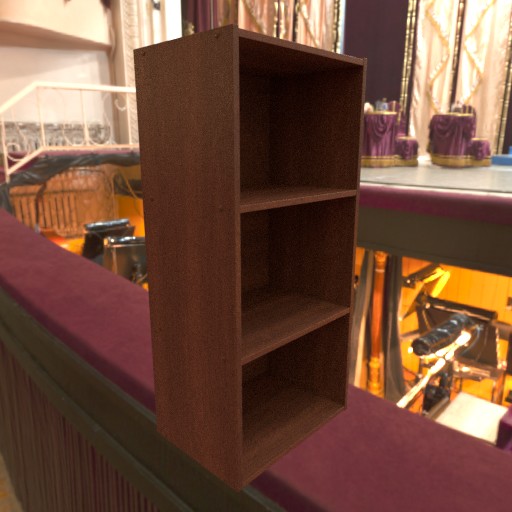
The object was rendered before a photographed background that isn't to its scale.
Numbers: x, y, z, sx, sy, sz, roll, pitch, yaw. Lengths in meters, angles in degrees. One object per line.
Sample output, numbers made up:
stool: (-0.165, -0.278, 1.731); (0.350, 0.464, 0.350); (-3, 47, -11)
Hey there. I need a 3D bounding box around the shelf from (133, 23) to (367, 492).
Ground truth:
shelf: (0.000, 0.000, 1.044); (0.290, 0.879, 0.414); (13, 19, 42)
